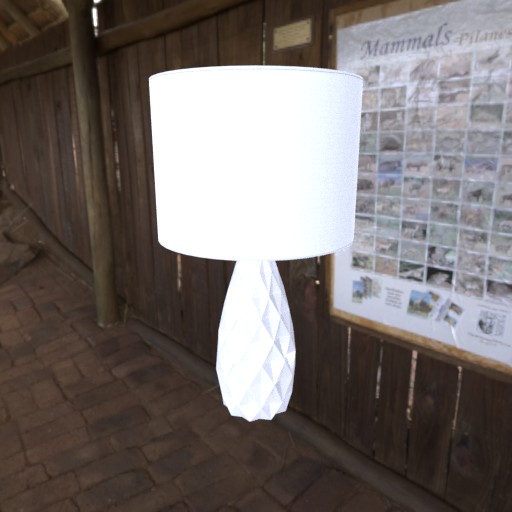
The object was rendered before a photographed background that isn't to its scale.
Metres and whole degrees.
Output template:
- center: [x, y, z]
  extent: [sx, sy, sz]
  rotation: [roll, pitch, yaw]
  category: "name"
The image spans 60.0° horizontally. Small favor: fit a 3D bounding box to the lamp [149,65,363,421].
- center: [0.000, 0.000, 0.697]
  extent: [0.297, 0.522, 0.297]
  rotation: [0, 15, 0]
  category: "lamp"
